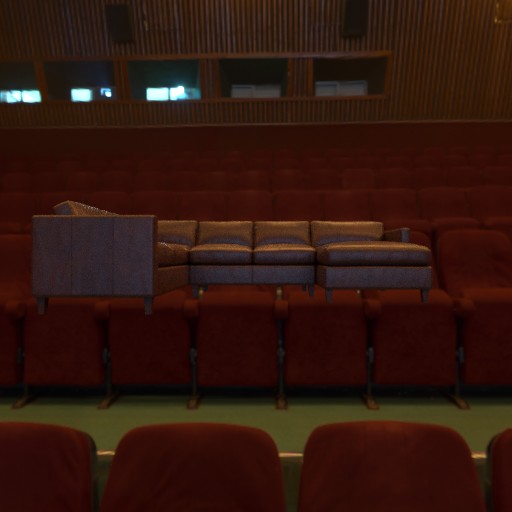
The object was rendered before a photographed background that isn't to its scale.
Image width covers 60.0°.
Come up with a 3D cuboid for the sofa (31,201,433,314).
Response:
[{"bbox_3d":[0.000,0.000,4.496,3.324,0.891,2.452,0,0,1],"label":"sofa"}]
